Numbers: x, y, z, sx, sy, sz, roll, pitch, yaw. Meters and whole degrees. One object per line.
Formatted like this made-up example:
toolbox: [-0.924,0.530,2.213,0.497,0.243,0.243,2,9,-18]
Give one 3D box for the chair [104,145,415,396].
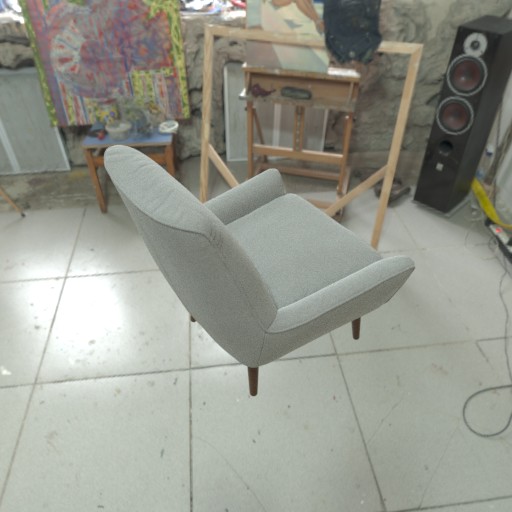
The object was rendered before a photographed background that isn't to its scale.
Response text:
chair: [0.000,0.000,1.580,0.822,0.888,0.787,-26,48,-26]
